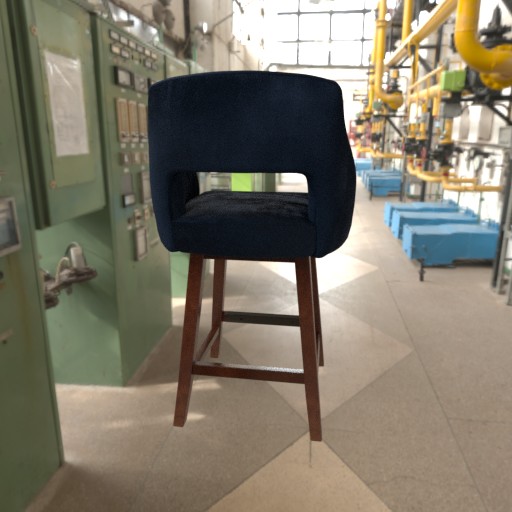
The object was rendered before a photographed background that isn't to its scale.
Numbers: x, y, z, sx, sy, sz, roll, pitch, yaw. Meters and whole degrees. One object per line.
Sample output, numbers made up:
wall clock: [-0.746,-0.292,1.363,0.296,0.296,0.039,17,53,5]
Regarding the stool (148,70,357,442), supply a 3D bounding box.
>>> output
stool: [0.000,0.000,1.296,0.550,0.940,0.560,2,15,9]
